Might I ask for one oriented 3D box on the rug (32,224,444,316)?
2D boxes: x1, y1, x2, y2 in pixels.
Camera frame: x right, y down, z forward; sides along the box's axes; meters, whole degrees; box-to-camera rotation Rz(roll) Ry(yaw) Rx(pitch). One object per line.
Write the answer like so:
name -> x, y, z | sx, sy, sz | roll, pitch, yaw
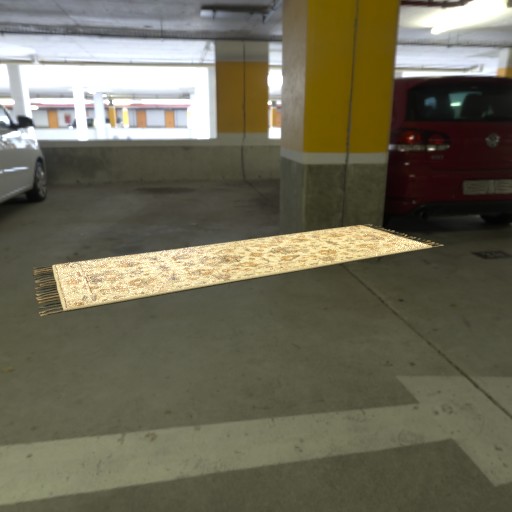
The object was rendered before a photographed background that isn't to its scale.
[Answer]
rug -> 0.000, 0.000, 2.701 | 2.438, 0.021, 0.729 | -8, 19, -26
